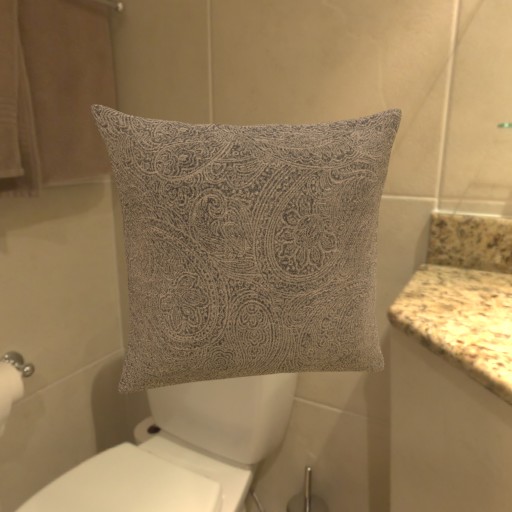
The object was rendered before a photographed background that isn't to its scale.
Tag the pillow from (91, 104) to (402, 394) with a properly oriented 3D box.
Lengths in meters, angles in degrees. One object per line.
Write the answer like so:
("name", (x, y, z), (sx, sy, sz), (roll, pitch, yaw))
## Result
("pillow", (0.000, 0.000, 0.796), (0.523, 0.510, 0.166), (-2, 14, -8))
